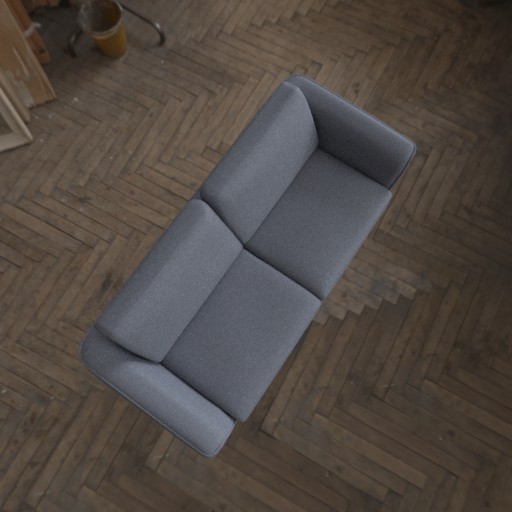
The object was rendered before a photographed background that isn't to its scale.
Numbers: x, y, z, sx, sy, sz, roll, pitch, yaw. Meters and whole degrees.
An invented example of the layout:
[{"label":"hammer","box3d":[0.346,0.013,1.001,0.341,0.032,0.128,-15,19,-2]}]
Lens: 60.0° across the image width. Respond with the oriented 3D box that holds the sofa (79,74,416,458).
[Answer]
[{"label":"sofa","box3d":[0.000,0.000,2.557,0.920,0.870,2.000,34,78,8]}]
